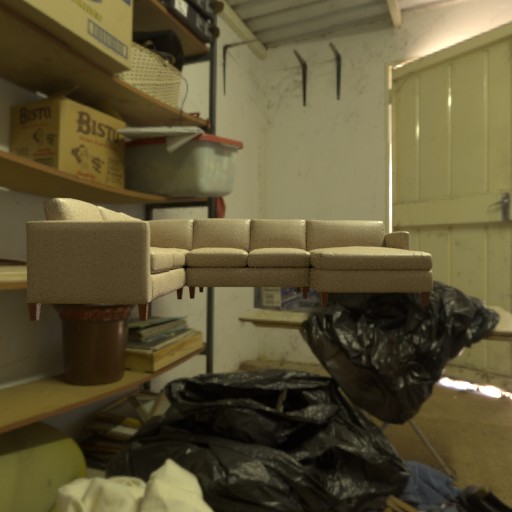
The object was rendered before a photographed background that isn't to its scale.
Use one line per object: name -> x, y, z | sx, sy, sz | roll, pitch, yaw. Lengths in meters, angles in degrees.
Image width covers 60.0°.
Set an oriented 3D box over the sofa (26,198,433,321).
sofa -> 0.000, 0.000, 4.558 | 3.460, 0.961, 2.594 | 0, 0, 0
